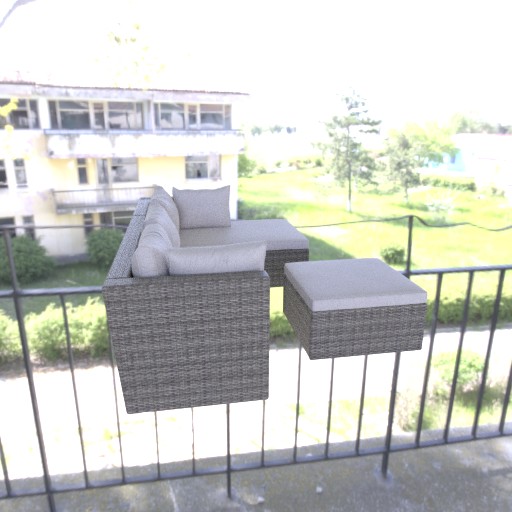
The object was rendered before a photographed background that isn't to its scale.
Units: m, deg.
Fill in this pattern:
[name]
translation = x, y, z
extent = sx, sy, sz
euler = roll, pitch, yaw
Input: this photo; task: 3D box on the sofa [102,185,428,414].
[sofa]
translation = 0.000, 0.000, 3.029
extent = 1.662, 0.766, 2.192
euler = -3, 17, -10
